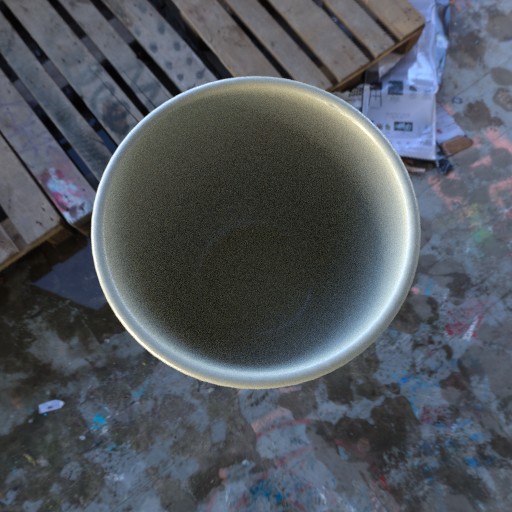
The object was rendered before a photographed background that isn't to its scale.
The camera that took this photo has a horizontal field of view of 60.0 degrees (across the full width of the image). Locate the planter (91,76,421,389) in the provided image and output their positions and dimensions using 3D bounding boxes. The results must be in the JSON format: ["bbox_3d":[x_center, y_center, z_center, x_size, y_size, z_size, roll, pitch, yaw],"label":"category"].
[{"bbox_3d":[0.000,0.000,0.368,0.206,0.190,0.206,0,75,0],"label":"planter"}]
